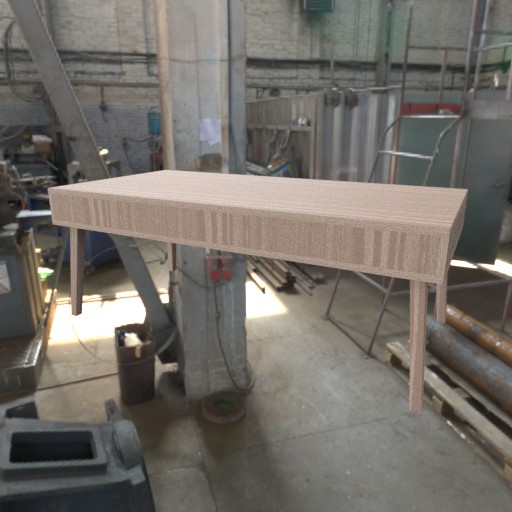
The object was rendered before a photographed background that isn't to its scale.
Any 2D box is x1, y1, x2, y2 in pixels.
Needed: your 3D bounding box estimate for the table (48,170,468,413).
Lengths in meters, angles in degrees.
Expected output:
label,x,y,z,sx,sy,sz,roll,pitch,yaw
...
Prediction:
label,x,y,z,sx,sy,sz,roll,pitch,yaw
table,0.000,0.000,1.479,1.200,0.450,0.600,9,19,26
